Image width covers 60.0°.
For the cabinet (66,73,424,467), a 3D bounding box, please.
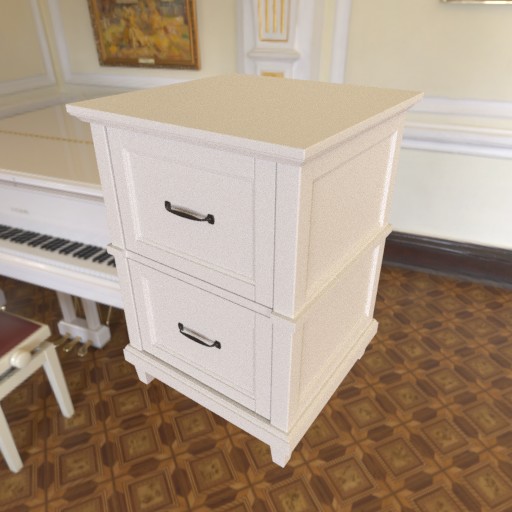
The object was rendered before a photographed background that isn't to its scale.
[{"bbox_3d":[0.000,0.000,1.133,0.544,0.775,0.547,19,35,30],"label":"cabinet"}]
